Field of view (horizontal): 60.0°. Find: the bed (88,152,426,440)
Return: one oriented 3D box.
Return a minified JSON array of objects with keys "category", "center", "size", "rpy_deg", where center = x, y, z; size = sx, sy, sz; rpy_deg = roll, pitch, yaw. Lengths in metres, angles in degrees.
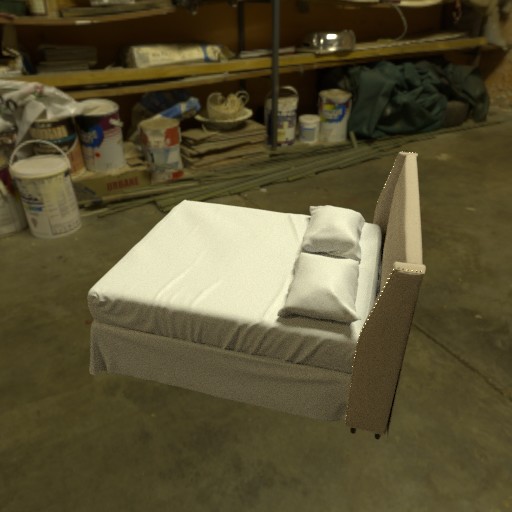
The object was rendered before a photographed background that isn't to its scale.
[{"category":"bed","center":[0.000,0.000,3.516],"size":[2.276,1.332,1.925],"rpy_deg":[9,32,14]}]
